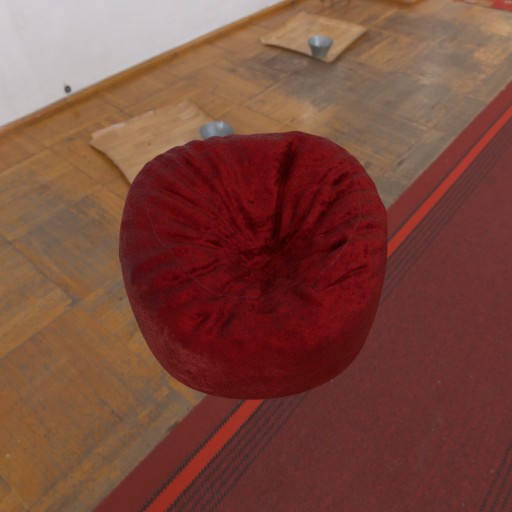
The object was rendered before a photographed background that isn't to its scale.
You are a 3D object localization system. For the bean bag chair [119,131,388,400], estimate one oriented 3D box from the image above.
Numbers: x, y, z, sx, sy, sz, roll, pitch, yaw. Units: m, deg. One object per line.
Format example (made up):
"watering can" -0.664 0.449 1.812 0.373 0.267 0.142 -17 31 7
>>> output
"bean bag chair" 0.000 0.000 2.524 1.524 0.878 1.524 -3 47 -3
